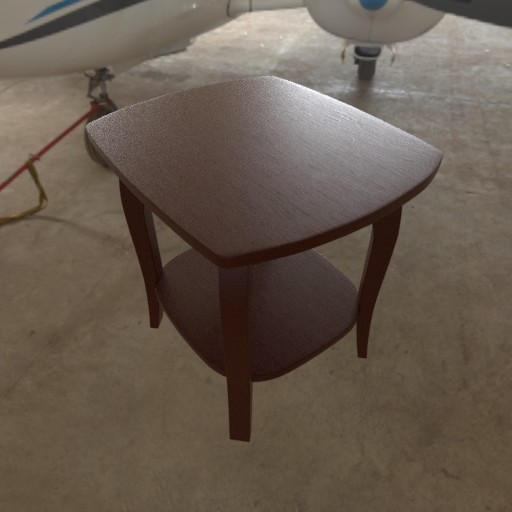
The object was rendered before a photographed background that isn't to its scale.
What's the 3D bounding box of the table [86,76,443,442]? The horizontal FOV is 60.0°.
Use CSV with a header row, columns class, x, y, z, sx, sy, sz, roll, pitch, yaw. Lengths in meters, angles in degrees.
class,x,y,z,sx,sy,sz,roll,pitch,yaw
table,0.000,0.000,0.867,0.433,0.496,0.502,-26,47,-27
